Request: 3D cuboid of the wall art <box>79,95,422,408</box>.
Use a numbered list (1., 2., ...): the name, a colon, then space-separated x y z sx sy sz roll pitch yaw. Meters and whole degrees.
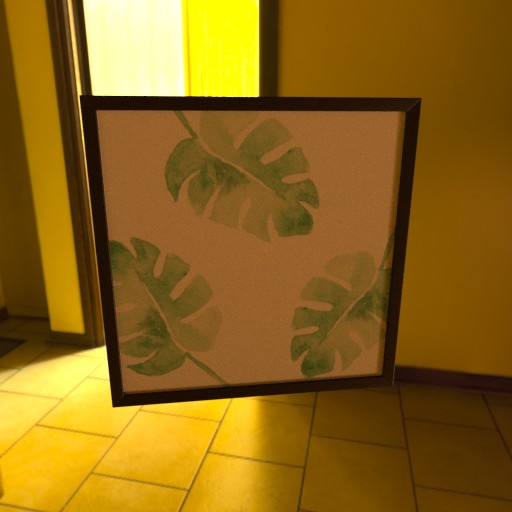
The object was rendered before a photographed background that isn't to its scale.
1. wall art: 0.000 0.000 0.451 0.304 0.304 0.038 -2 17 -7
